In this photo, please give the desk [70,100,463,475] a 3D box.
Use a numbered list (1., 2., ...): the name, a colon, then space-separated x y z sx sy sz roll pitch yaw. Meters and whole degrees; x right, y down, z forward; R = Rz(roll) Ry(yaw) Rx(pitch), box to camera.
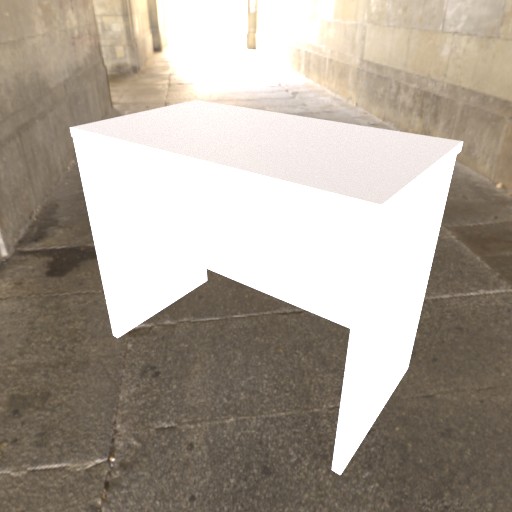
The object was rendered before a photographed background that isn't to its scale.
1. desk: 0.000 0.000 1.331 0.900 0.729 0.498 20 35 31
